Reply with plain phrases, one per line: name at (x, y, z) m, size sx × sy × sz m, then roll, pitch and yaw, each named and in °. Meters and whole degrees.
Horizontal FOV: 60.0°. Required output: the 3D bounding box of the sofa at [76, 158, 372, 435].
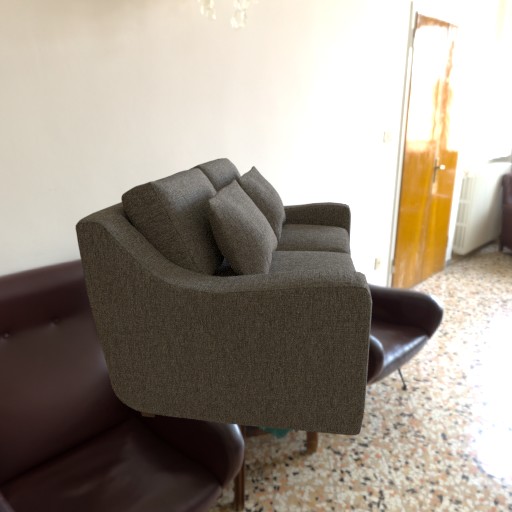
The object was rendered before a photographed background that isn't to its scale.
sofa at (0.000, 0.000, 2.474) m, size 1.120 × 0.991 × 1.778 m, roll 3°, pitch 17°, yaw 9°
